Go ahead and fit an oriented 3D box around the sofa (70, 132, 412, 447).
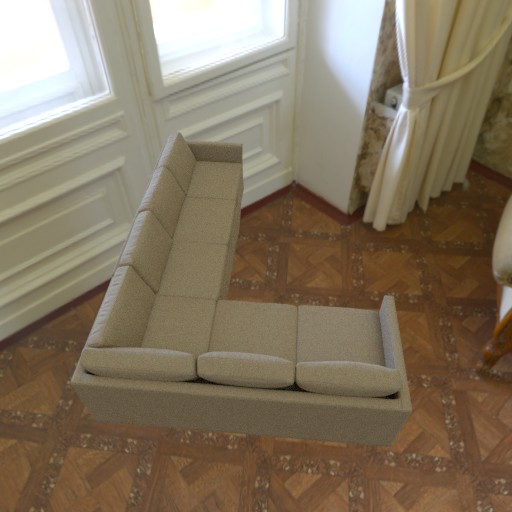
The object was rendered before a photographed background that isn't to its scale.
[{"bbox_3d":[0.000,0.000,4.340,2.432,0.871,3.182,4,47,3],"label":"sofa"}]
